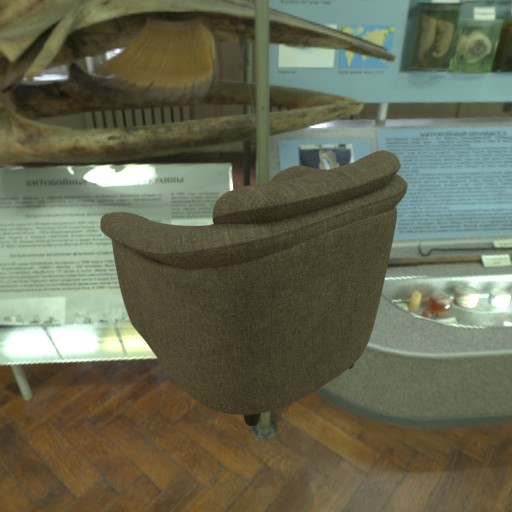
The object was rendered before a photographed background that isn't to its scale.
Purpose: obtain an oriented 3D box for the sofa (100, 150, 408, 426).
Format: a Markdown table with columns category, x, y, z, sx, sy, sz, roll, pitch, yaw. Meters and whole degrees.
| category | x | y | z | sx | sy | sz | roll | pitch | yaw |
| --- | --- | --- | --- | --- | --- | --- | --- | --- | --- |
| sofa | 0.000 | 0.000 | 1.517 | 0.870 | 0.811 | 0.794 | -20 | 36 | -30 |
